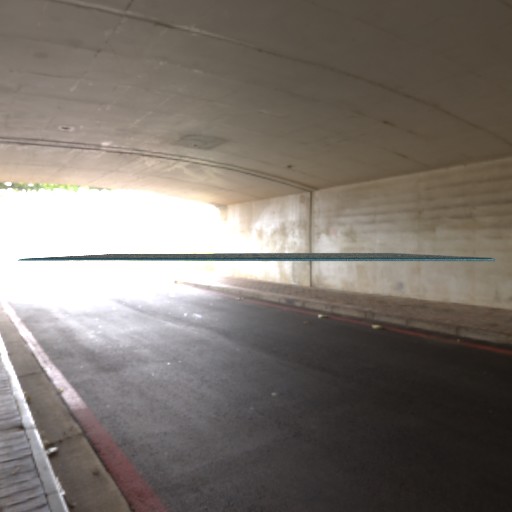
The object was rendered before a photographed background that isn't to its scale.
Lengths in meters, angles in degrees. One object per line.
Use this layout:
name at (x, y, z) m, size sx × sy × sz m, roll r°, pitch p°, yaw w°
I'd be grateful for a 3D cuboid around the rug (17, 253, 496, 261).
rug at (0.000, 0.000, 2.300) m, size 1.833 × 0.012 × 1.211 m, roll 0°, pitch 1°, yaw -1°
